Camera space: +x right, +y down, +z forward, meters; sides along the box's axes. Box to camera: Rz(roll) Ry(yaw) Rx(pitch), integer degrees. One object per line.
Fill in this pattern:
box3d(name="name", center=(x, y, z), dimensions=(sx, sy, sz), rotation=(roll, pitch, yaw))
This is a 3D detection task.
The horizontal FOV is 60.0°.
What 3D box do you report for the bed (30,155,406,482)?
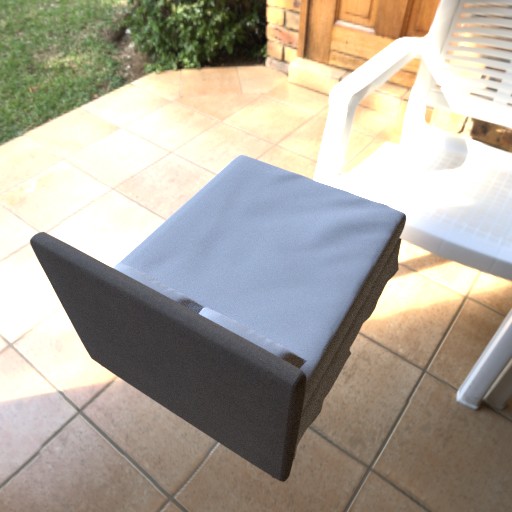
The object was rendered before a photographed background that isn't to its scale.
box3d(name="bed", center=(0.000, 0.000, 3.168), dimensions=(1.723, 1.330, 2.142), rotation=(24, 52, 21))
